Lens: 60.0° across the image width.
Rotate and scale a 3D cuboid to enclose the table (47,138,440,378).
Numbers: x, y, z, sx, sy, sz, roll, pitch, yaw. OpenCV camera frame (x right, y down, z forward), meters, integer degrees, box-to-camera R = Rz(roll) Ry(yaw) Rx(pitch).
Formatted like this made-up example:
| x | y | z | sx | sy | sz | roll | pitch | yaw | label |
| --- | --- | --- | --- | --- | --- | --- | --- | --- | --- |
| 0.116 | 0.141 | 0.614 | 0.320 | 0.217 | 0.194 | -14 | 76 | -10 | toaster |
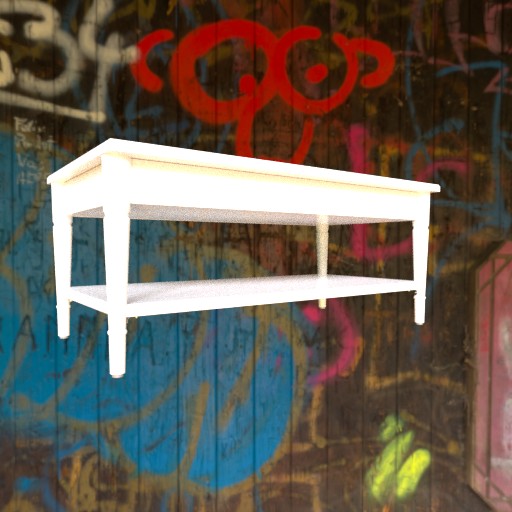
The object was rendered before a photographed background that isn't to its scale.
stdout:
| x | y | z | sx | sy | sz | roll | pitch | yaw | label |
| --- | --- | --- | --- | --- | --- | --- | --- | --- | --- |
| 0.000 | 0.000 | 1.355 | 1.067 | 0.457 | 0.559 | -1 | 2 | -36 | table |
